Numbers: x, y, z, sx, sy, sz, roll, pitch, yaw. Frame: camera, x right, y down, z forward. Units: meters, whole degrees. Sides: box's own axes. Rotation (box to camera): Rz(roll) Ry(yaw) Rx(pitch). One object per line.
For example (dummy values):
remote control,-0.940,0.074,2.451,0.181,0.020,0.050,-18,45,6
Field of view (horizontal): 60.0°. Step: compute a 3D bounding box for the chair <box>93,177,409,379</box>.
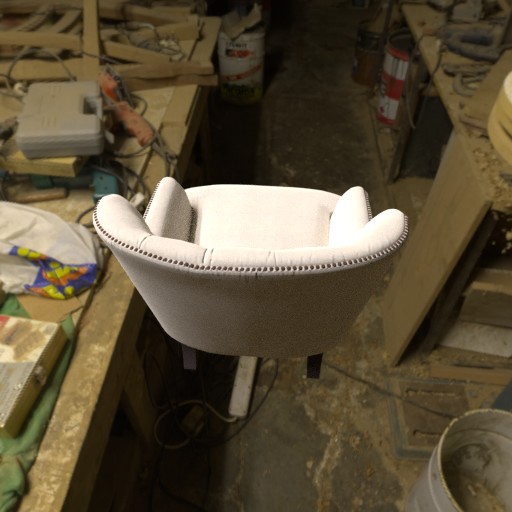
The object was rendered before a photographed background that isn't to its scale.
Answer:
chair,0.000,0.000,1.606,0.848,0.868,0.906,3,46,3
